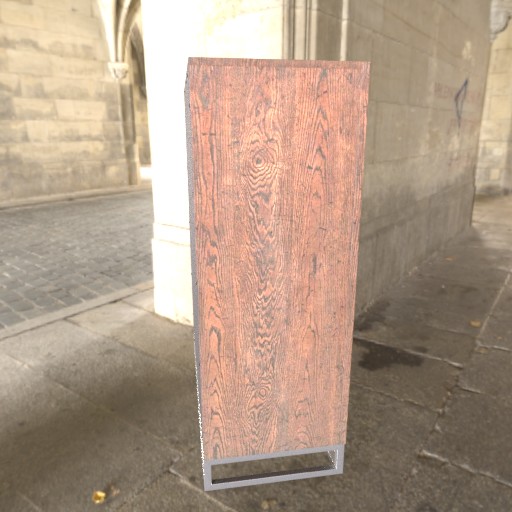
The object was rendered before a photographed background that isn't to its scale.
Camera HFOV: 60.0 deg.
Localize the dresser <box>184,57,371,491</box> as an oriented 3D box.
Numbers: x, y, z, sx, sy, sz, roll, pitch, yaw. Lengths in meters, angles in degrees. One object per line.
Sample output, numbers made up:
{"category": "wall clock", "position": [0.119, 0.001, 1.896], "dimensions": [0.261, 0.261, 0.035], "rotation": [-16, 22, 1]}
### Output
{"category": "dresser", "position": [0.000, 0.000, 1.777], "dimensions": [0.508, 1.321, 0.965], "rotation": [-3, 16, -9]}
